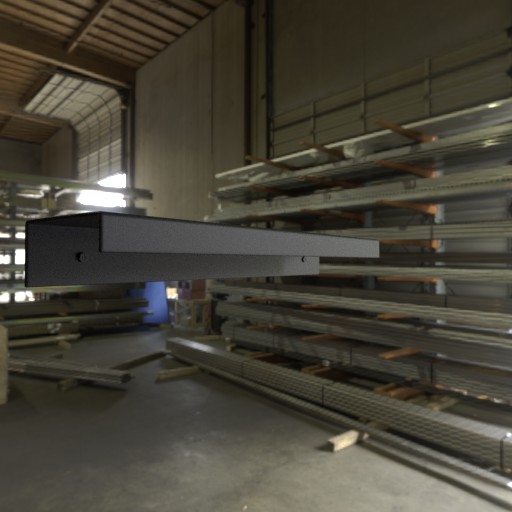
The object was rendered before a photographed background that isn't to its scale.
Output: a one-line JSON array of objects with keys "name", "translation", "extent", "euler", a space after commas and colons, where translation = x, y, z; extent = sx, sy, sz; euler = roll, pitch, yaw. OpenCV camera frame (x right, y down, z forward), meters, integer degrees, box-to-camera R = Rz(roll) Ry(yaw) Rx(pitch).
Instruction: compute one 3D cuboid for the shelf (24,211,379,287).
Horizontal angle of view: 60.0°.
[{"name": "shelf", "translation": [0.000, 0.000, 0.492], "extent": [0.102, 0.053, 0.456], "euler": [-1, -1, 37]}]
